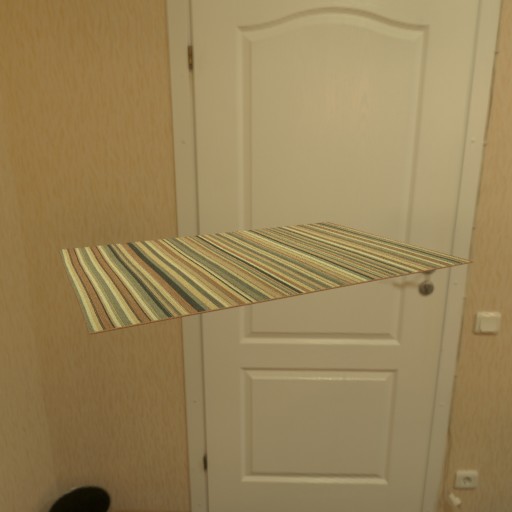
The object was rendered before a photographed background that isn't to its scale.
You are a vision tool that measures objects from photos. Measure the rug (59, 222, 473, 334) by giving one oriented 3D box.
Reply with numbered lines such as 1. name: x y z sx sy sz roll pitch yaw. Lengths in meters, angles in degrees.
1. rug: 0.000 0.000 2.333 1.829 0.008 1.219 -8 17 -27
